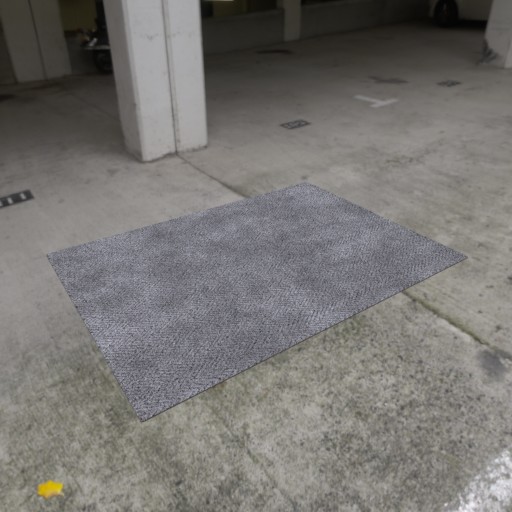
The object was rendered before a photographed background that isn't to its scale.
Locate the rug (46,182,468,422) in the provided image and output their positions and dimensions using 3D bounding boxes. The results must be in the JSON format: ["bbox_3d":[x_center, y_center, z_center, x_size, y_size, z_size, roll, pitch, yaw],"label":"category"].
[{"bbox_3d":[0.000,0.000,2.881,2.235,0.008,1.600,-20,36,-29],"label":"rug"}]
